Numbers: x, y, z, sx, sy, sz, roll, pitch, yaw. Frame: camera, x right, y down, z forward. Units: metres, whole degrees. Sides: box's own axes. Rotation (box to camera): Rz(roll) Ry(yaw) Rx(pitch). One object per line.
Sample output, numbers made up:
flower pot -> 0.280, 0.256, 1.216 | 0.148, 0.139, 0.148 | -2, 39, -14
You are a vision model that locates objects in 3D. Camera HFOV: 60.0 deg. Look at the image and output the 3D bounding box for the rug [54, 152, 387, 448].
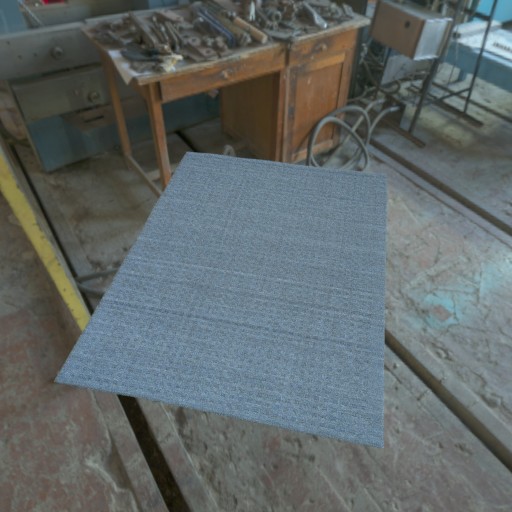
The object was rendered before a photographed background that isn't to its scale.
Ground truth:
rug -> 0.000, 0.000, 4.245 | 2.443, 0.007, 3.200 | 9, 47, 8
